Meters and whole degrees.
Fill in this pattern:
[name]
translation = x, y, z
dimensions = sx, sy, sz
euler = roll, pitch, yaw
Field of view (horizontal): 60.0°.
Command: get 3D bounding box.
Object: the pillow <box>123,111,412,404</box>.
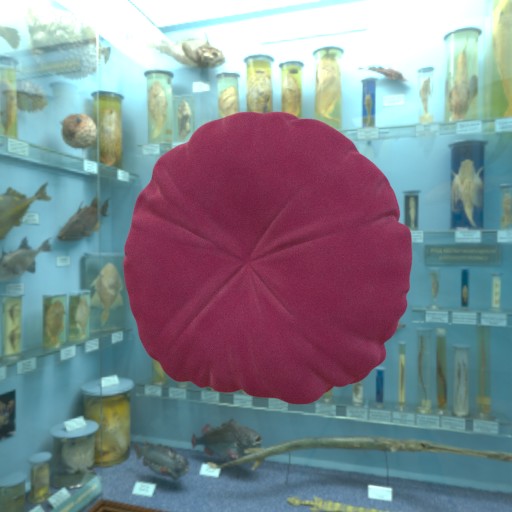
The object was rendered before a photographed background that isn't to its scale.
[pillow]
translation = 0.000, 0.000, 0.644
dimensions = 0.428, 0.407, 0.148
euler = 0, 1, 19
